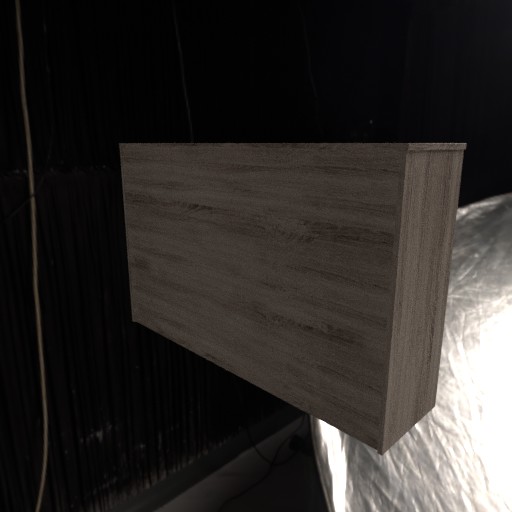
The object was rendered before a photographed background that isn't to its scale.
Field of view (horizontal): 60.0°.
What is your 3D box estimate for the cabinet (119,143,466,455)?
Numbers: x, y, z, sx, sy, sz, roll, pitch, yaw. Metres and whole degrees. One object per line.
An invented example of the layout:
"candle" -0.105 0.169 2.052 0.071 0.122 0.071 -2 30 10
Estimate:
"cabinet" 0.000 0.000 1.828 0.380 0.900 1.450 -14 20 -43
